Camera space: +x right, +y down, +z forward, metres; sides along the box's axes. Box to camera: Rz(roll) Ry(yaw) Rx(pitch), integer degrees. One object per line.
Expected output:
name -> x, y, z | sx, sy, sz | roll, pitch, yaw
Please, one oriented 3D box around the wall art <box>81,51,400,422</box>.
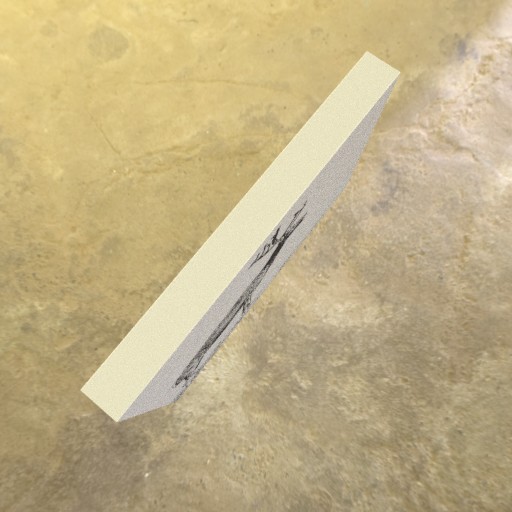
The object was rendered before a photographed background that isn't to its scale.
wall art -> 0.000, 0.000, 0.493 | 0.038, 0.259, 0.381 | 37, 78, 9
